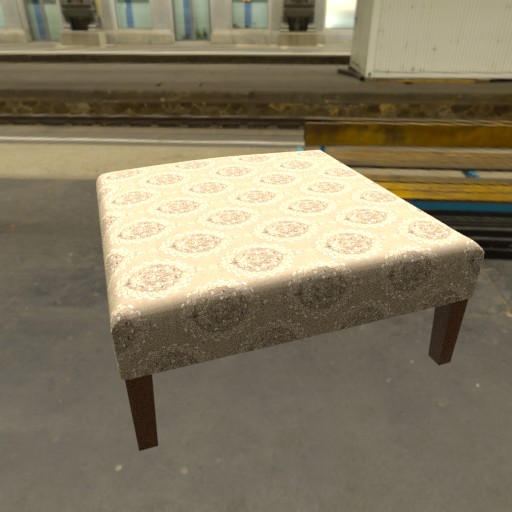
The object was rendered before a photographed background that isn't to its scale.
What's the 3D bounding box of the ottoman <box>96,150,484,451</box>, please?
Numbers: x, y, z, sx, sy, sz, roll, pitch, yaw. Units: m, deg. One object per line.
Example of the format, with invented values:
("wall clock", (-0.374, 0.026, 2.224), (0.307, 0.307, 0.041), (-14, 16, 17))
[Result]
("ottoman", (0.000, 0.000, 1.394), (0.890, 0.411, 0.889), (-10, 31, -17))
